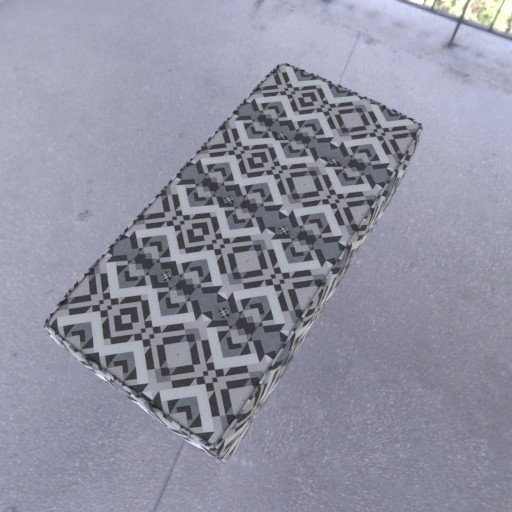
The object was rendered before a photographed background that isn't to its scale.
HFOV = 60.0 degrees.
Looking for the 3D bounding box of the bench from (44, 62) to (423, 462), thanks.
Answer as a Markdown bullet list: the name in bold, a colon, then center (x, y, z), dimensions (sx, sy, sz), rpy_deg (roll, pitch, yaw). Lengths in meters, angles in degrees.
- **bench**: center (0.000, 0.000, 1.292), dimensions (0.492, 0.477, 1.016), rpy_deg (30, 67, 15)
